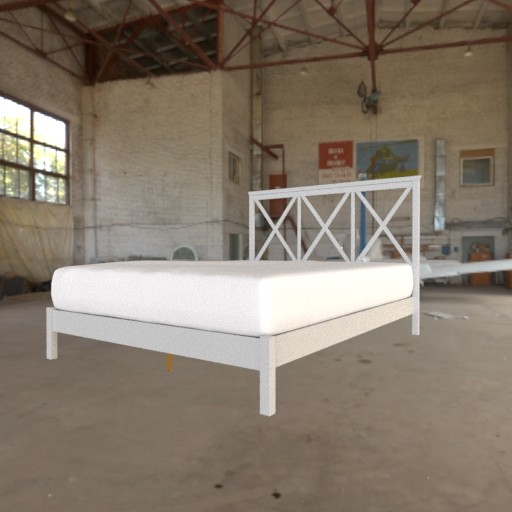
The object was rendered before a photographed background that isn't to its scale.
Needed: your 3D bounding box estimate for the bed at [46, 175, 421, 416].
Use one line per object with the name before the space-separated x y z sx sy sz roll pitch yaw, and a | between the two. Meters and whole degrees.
bed | 0.000 0.000 3.105 1.673 1.253 2.135 0 1 35
